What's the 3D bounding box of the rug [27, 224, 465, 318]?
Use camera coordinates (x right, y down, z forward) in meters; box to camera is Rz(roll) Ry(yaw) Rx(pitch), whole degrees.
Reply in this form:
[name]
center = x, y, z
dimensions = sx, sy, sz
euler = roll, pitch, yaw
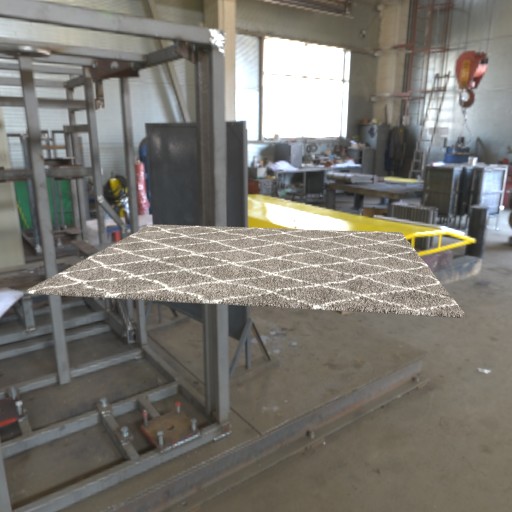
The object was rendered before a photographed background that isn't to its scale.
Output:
[rug]
center = 0.000, 0.000, 4.173
dimensions = 3.047, 0.029, 2.438
euler = 2, 16, 8
